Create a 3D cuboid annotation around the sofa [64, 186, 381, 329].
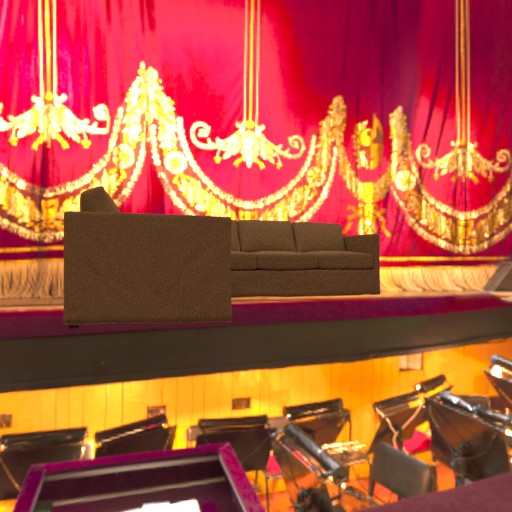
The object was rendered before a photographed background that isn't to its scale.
[{"bbox_3d":[0.000,0.000,4.201,3.182,0.871,2.432,0,0,-19],"label":"sofa"}]
